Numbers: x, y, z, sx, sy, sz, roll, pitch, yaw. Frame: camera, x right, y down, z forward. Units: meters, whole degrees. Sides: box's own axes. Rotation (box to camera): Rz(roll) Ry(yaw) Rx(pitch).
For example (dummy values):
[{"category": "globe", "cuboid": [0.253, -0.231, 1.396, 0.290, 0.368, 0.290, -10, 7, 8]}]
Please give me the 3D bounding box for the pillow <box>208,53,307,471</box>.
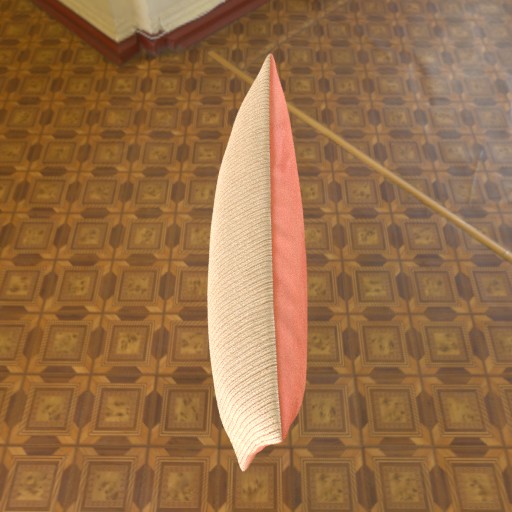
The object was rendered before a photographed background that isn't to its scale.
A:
[{"category": "pillow", "cuboid": [0.000, 0.000, 0.720, 0.155, 0.307, 0.608, 0, 60, 0]}]
